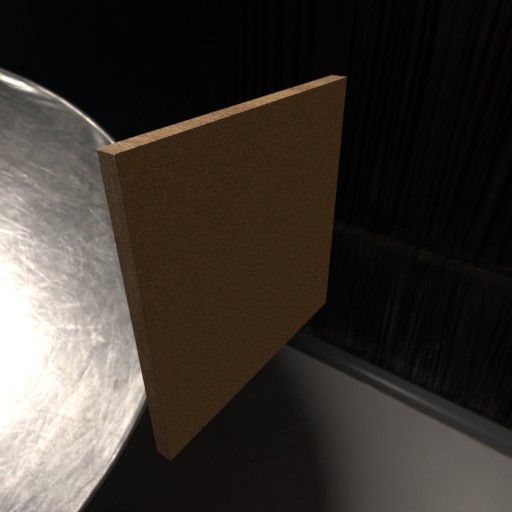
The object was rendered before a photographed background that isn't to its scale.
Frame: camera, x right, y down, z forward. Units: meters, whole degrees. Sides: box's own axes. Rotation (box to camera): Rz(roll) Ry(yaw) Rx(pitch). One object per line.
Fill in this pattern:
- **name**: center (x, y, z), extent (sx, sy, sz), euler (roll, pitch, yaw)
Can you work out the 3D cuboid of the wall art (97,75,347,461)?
- **wall art**: center (0.000, 0.000, 0.903), extent (0.042, 0.608, 0.611), euler (21, 37, 30)
